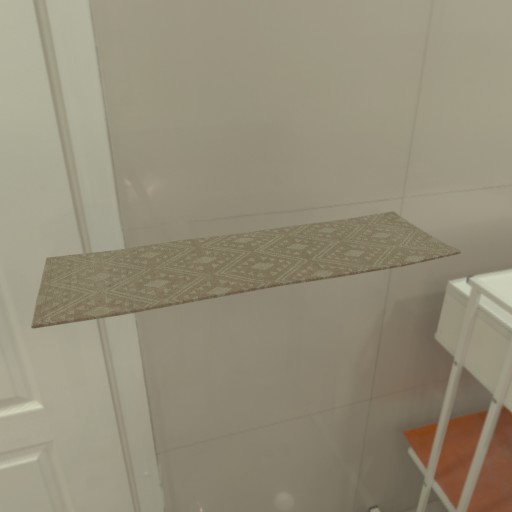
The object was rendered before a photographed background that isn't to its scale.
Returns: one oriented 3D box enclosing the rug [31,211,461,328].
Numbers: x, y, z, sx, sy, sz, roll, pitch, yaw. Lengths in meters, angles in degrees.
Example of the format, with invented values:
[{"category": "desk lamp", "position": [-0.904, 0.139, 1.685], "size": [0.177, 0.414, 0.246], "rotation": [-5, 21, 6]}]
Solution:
[{"category": "rug", "position": [0.000, 0.000, 2.726], "size": [2.452, 0.051, 0.752], "rotation": [-8, 28, -16]}]
